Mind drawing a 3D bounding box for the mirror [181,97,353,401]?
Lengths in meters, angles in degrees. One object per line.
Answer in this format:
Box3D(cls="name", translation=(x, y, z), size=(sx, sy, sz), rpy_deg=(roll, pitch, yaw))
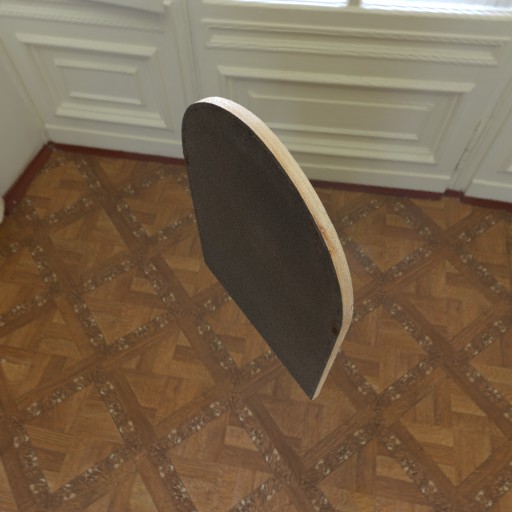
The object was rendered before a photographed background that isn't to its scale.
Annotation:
Box3D(cls="mirror", translation=(0.000, 0.000, 1.218), size=(0.032, 0.920, 0.660), rpy_deg=(-32, 63, -18))
